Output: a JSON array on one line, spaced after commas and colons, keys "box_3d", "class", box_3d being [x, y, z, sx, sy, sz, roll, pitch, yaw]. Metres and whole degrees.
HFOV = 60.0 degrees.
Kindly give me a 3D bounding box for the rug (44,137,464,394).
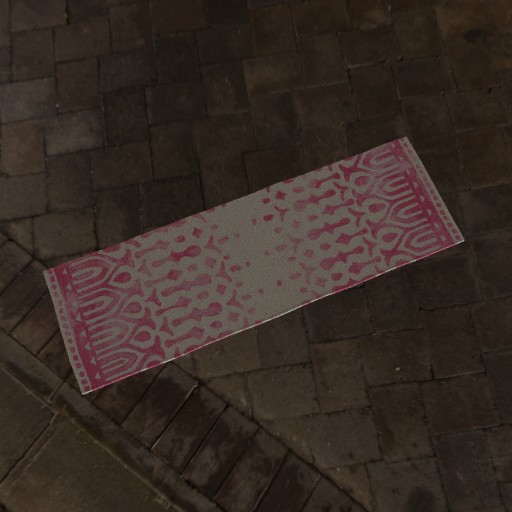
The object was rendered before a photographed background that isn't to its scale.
[{"box_3d": [0.000, 0.000, 2.704, 2.458, 0.011, 0.787, -21, 77, -5], "class": "rug"}]
